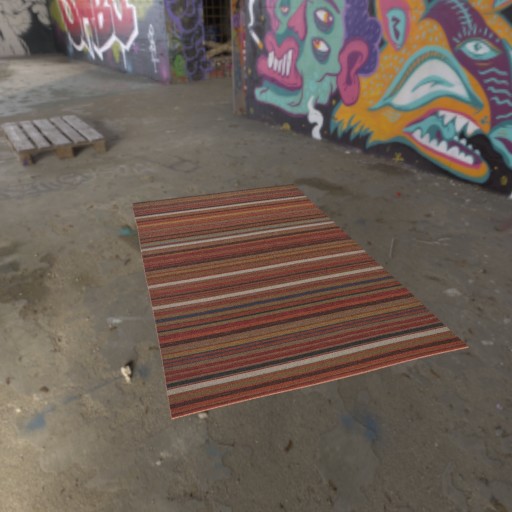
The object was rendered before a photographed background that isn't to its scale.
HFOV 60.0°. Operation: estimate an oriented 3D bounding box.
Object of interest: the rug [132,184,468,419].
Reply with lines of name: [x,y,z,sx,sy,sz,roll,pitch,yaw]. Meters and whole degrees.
rug: [0.000,0.000,3.083,1.523,0.008,2.438,-9,31,-15]
